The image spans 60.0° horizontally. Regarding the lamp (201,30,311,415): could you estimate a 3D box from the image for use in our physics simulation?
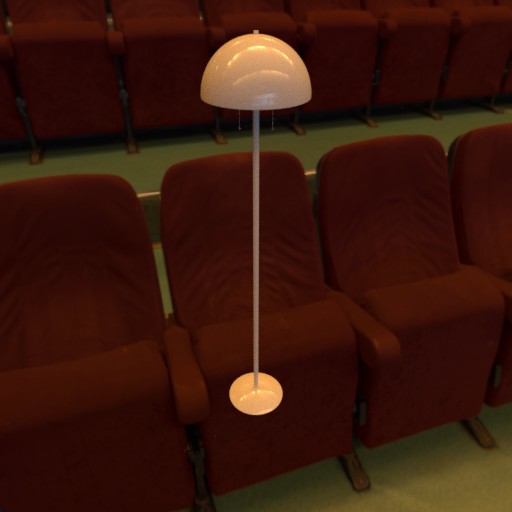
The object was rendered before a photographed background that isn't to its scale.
[{"bbox_3d":[0.000,0.000,1.625,0.328,1.480,0.328,-10,34,-15],"label":"lamp"}]
